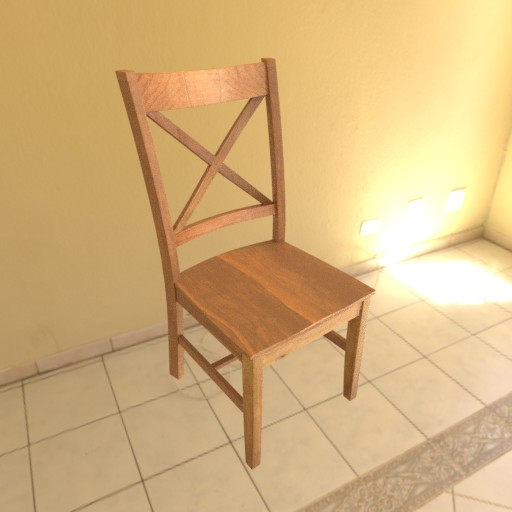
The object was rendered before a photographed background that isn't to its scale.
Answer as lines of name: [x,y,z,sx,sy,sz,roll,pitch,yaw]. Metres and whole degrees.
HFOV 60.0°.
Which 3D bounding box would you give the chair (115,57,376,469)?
chair: [0.000,0.000,1.280,0.485,0.983,0.542,-21,36,-32]
